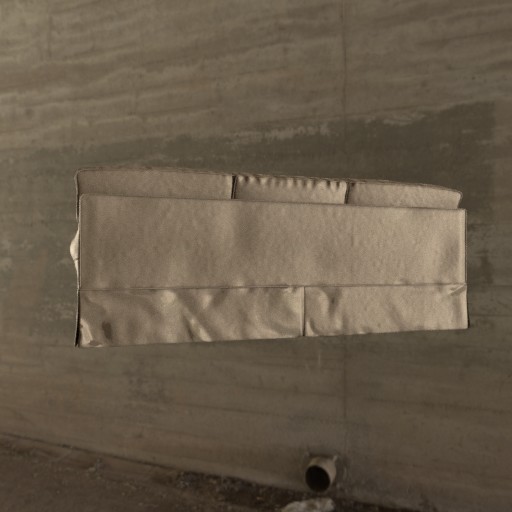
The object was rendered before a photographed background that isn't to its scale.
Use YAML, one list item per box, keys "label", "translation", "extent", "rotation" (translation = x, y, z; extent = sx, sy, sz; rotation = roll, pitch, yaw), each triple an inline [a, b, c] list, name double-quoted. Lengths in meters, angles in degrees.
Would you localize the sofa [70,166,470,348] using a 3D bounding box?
- label: "sofa"
  translation: [0.000, 0.000, 3.378]
  extent: [2.475, 0.978, 1.733]
  rotation: [0, -1, -16]
